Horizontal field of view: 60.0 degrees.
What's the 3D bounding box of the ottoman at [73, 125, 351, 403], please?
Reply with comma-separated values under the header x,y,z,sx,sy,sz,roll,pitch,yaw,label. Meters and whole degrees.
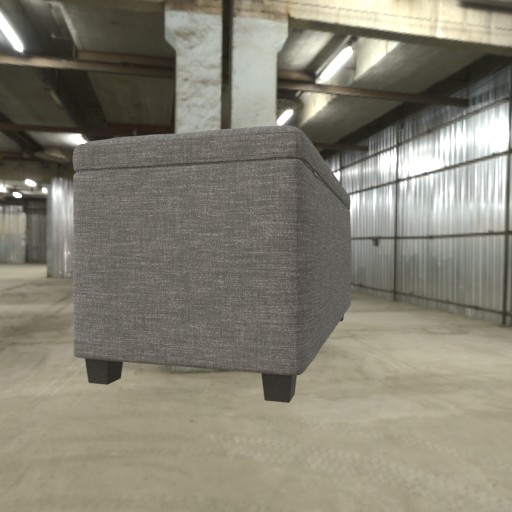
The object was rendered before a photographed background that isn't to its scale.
x,y,z,sx,sy,sz,roll,pitch,yaw,label
0.000,0.000,1.117,0.419,0.432,0.902,0,1,17,ottoman
